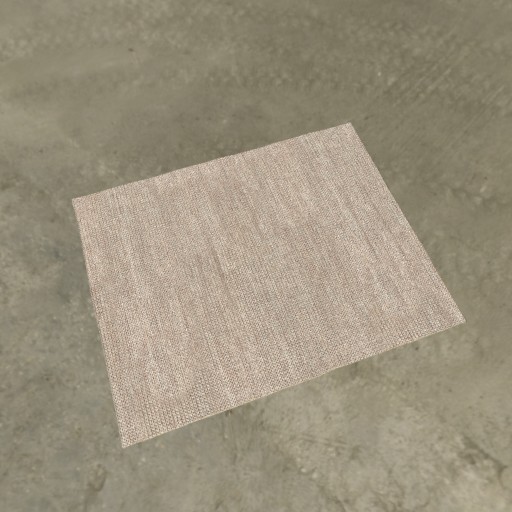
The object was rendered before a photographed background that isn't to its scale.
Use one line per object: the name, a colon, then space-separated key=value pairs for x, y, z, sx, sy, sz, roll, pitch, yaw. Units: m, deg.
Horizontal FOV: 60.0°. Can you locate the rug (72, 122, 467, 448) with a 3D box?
rug: x=0.000 y=0.000 z=4.137 sx=3.052 sy=0.030 sz=2.429 roll=-18 pitch=65 yaw=-8
